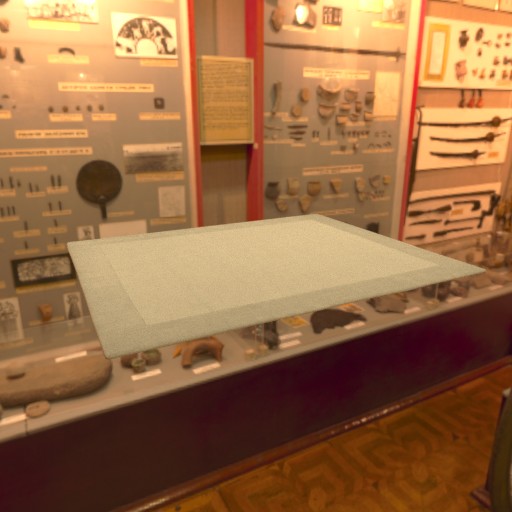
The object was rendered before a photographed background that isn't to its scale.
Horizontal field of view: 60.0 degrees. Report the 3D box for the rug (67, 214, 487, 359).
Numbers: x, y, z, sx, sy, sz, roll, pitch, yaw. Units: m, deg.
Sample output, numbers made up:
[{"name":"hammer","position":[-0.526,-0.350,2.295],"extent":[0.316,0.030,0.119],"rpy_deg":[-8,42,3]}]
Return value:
[{"name":"rug","position":[0.000,0.000,3.960],"extent":[2.976,0.018,2.430],"rpy_deg":[-9,20,-26]}]
